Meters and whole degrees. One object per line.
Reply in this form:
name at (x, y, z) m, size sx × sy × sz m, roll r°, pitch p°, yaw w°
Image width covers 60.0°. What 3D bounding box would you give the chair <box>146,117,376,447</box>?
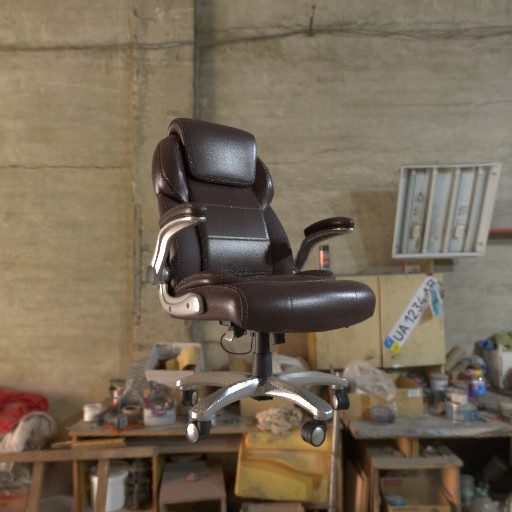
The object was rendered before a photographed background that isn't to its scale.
chair at (0.000, 0.000, 1.661) m, size 0.733 × 1.160 × 0.774 m, roll 1°, pitch -2°, yaw -36°
